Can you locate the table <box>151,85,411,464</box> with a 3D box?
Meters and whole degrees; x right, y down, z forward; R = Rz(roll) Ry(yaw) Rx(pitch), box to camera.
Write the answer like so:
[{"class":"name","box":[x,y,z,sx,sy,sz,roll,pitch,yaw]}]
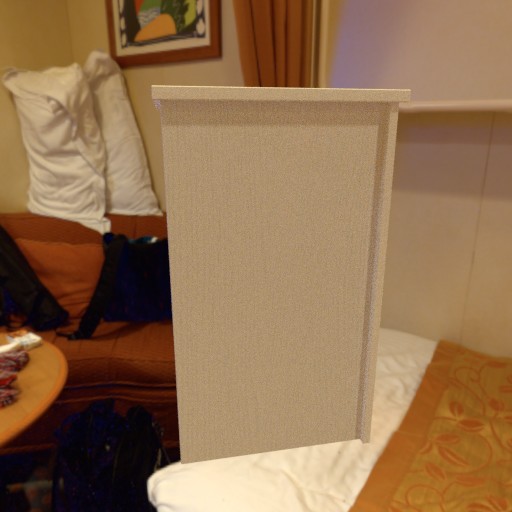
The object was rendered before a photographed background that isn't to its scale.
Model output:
[{"class":"table","box":[0.000,0.000,0.943,0.381,0.635,0.480,-3,17,-11]}]
